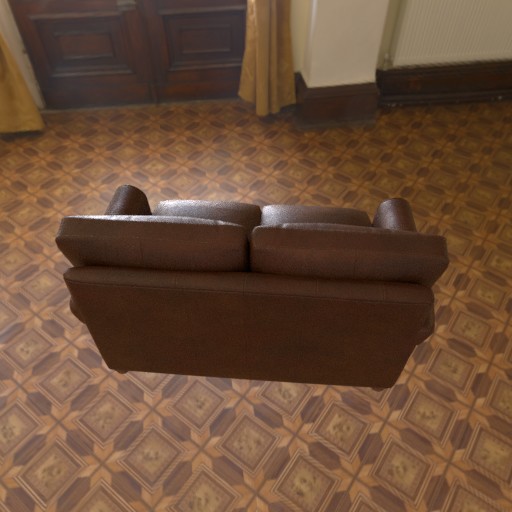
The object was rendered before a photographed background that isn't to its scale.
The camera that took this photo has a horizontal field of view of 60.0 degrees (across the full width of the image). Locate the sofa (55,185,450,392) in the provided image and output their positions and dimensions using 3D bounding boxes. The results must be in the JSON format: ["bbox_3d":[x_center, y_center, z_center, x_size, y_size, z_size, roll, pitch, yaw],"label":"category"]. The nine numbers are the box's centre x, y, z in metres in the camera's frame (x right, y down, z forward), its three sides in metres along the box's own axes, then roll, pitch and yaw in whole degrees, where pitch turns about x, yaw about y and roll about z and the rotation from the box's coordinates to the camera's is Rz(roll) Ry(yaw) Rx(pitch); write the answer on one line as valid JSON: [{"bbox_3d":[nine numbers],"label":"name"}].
[{"bbox_3d":[0.000,0.000,2.245,1.616,0.976,0.990,3,47,3],"label":"sofa"}]
